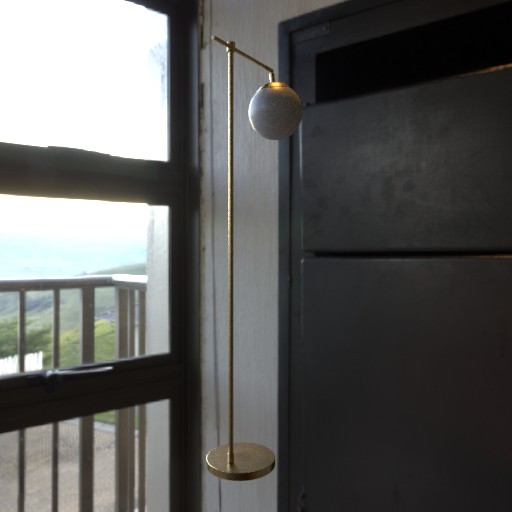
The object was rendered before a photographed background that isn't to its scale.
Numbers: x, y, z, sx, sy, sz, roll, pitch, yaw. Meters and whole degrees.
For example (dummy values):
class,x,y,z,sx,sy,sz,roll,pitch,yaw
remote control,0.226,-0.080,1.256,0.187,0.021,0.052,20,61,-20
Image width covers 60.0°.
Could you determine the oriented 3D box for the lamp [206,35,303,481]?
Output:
class,x,y,z,sx,sy,sz,roll,pitch,yaw
lamp,0.000,0.000,1.678,0.249,1.505,0.476,0,0,37
